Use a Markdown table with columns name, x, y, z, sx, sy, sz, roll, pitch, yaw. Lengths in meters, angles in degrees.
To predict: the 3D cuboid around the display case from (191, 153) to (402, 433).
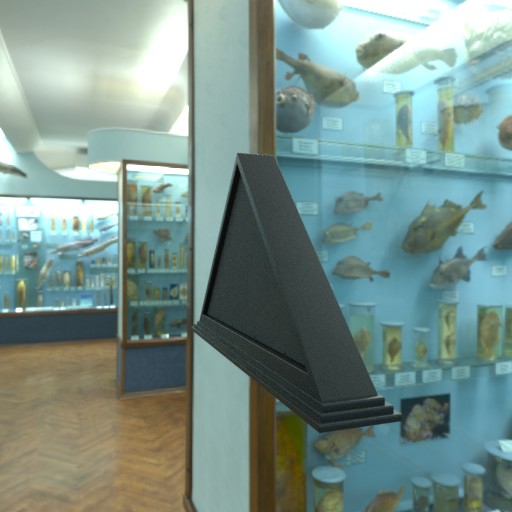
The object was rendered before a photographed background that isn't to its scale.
| name | x | y | z | sx | sy | sz | roll | pitch | yaw |
| --- | --- | --- | --- | --- | --- | --- | --- | --- | --- |
| display case | 0.000 | 0.000 | 0.741 | 0.095 | 0.340 | 0.640 | 0 | 0 | -19 |
